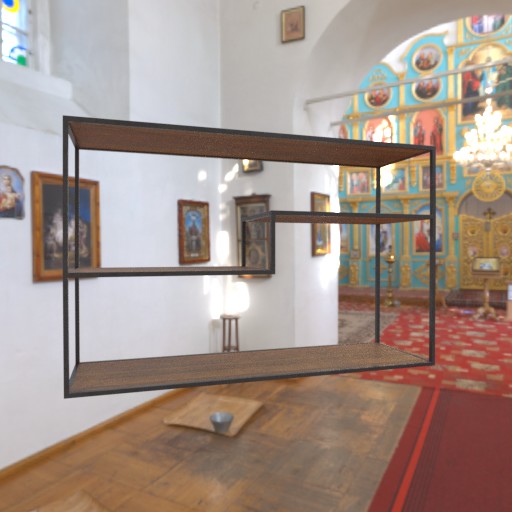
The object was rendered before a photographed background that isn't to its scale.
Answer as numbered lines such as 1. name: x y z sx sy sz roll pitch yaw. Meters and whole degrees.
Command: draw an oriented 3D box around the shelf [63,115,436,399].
1. shelf: 0.000 0.000 1.541 1.201 0.765 0.361 0 1 -17
